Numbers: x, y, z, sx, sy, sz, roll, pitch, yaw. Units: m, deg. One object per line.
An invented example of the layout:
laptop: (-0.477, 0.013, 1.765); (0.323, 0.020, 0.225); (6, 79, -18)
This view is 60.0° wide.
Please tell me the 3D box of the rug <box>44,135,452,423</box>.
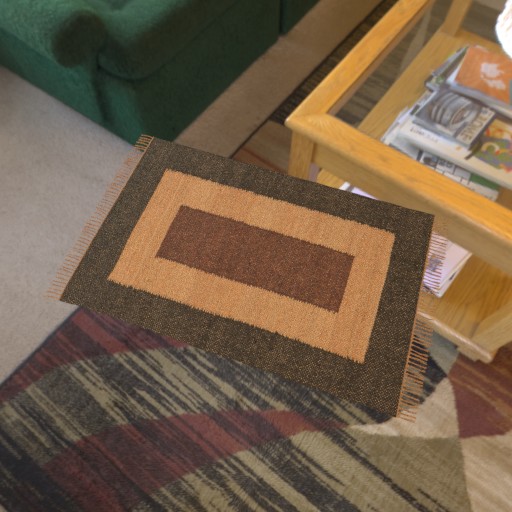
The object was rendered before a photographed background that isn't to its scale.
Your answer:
rug: (0.000, 0.000, 1.896); (1.541, 0.013, 0.920); (17, 64, 9)
